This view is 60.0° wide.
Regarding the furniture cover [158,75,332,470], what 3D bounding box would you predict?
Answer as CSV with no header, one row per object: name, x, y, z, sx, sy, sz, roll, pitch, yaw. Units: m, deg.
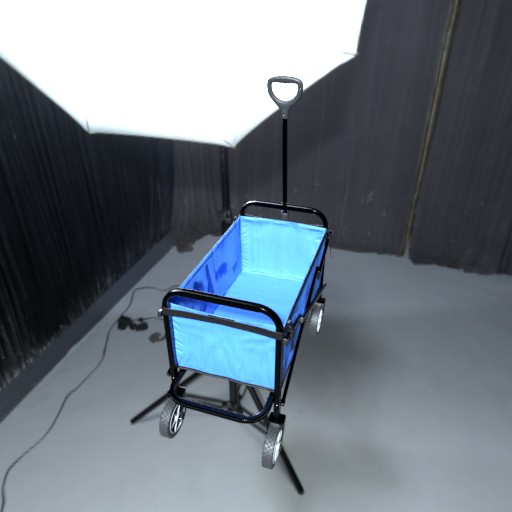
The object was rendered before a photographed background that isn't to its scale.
furniture cover,0.000,0.000,1.837,0.532,1.295,1.038,10,32,16
